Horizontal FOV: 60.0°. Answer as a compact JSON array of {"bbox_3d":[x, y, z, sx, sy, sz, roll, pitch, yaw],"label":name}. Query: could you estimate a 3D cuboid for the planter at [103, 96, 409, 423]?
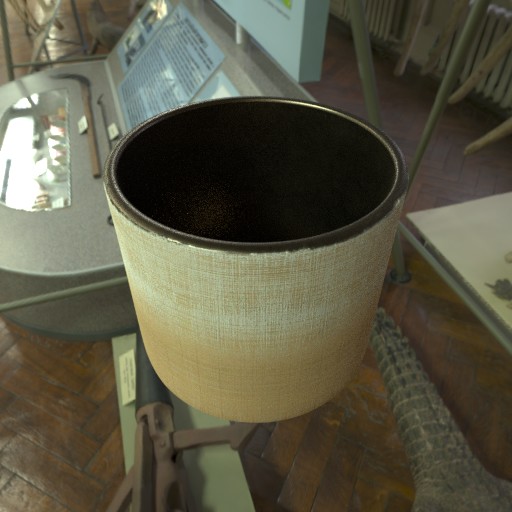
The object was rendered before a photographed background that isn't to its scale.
[{"bbox_3d":[0.000,0.000,0.389,0.221,0.201,0.221,0,42,0],"label":"planter"}]
